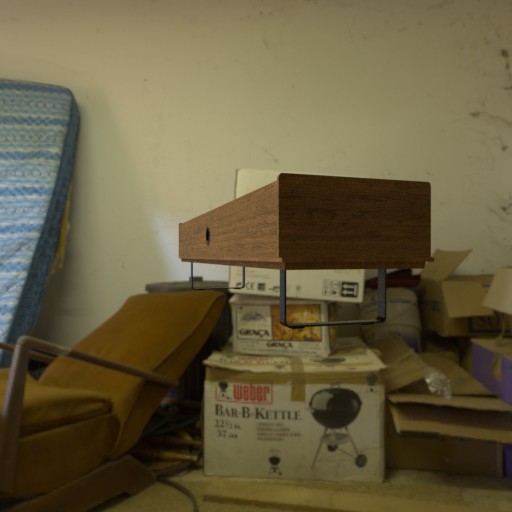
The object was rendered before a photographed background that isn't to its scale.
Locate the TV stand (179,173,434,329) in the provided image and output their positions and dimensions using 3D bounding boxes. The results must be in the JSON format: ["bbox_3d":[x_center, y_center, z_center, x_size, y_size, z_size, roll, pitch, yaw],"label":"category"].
[{"bbox_3d":[0.000,0.000,2.026,0.467,0.415,1.796,0,0,-18],"label":"TV stand"}]
